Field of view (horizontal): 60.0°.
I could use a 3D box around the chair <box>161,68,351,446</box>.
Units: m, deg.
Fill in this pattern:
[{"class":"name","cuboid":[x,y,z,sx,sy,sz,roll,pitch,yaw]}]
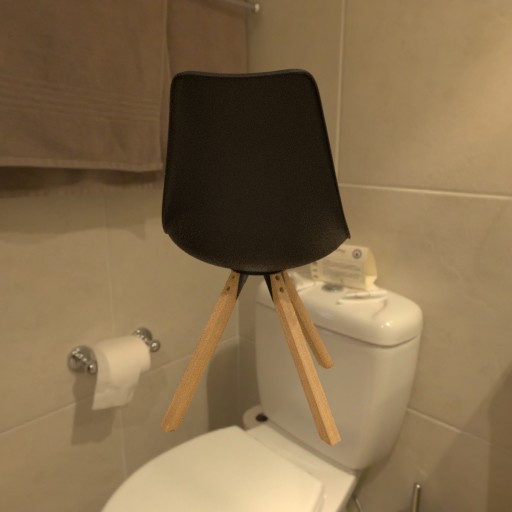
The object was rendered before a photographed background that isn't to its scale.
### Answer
[{"class":"chair","cuboid":[0.000,0.000,1.179,0.485,0.850,0.549,2,15,7]}]
